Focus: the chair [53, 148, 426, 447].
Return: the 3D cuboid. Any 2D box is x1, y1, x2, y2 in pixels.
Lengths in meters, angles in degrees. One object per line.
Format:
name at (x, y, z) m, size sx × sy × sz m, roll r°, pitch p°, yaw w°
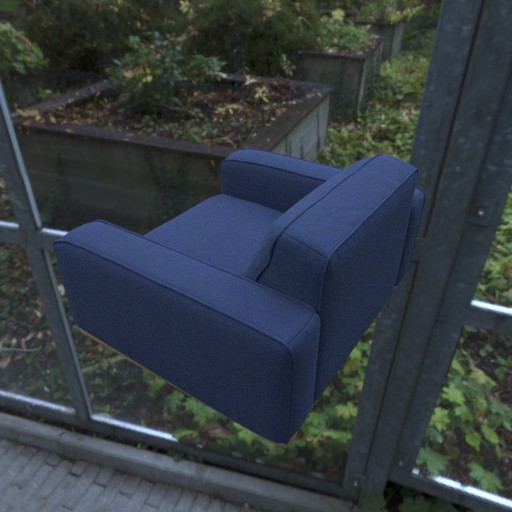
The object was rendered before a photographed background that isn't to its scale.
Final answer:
chair at (0.000, 0.000, 1.738) m, size 0.953 × 0.783 × 1.118 m, roll 21°, pitch 38°, yaw 28°
